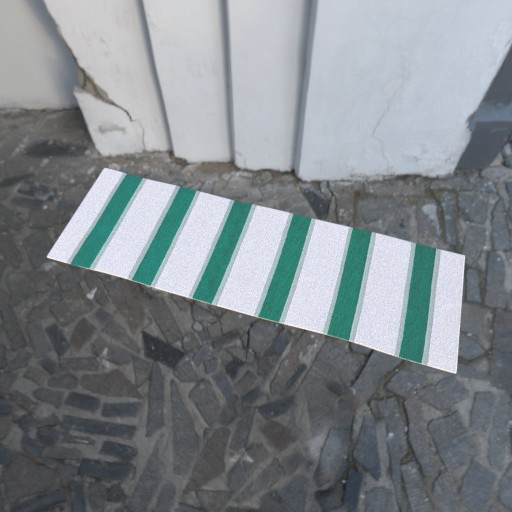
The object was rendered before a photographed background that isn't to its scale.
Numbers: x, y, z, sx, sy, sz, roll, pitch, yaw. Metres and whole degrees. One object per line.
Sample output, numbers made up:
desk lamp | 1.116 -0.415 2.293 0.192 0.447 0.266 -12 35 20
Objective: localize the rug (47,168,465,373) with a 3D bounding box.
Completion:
rug | 0.000 0.000 2.710 2.438 0.012 0.768 15 60 9
